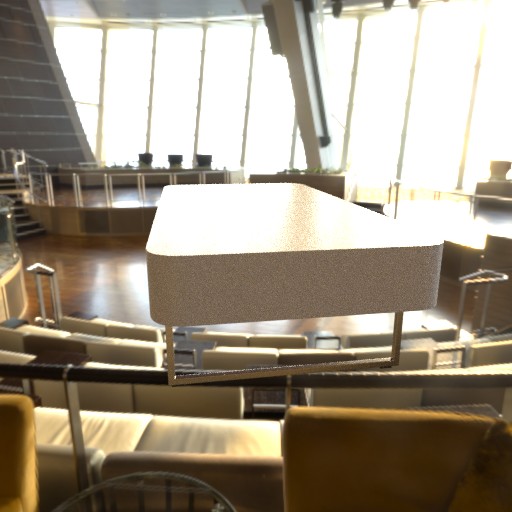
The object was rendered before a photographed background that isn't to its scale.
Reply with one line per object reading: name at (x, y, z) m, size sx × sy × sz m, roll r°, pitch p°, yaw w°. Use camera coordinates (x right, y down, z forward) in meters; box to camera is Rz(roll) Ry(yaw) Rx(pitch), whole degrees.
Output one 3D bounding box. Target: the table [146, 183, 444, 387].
table at (0.000, 0.000, 1.434) m, size 0.600 × 0.340 × 1.200 m, roll -2°, pitch 15°, yaw -9°
